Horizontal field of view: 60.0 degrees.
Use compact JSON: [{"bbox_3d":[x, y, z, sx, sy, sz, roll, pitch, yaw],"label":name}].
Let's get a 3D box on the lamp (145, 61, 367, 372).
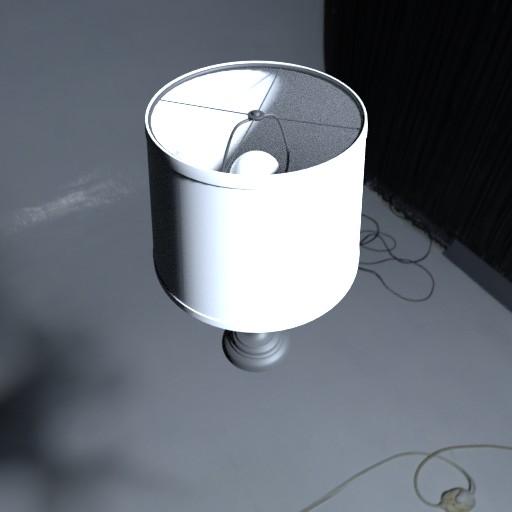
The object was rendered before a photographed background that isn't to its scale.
[{"bbox_3d":[0.000,0.000,0.695,0.310,0.501,0.310,0,48,0],"label":"lamp"}]
